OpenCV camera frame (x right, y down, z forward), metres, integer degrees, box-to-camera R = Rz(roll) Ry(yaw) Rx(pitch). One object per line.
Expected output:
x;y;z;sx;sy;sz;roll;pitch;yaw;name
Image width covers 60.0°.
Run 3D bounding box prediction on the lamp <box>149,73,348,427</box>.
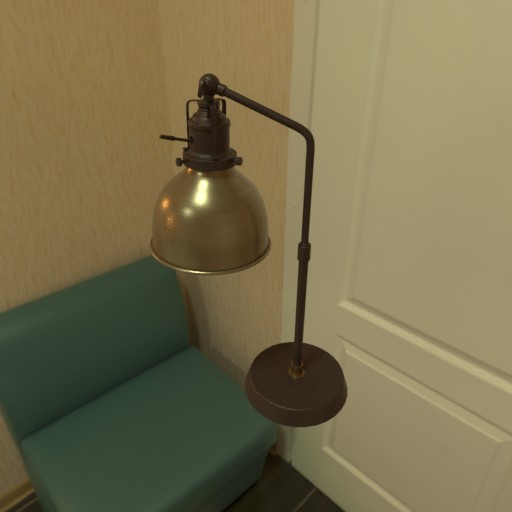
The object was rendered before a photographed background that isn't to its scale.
0.000;0.000;0.614;0.298;0.469;0.175;8;31;14;lamp
